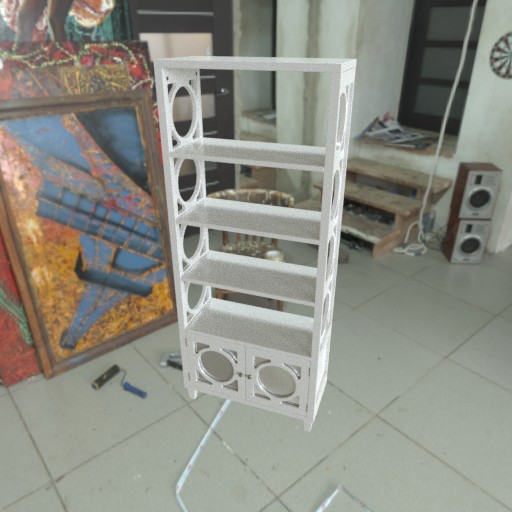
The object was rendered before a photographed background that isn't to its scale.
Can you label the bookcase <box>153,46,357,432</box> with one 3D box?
[{"bbox_3d":[0.000,0.000,2.200,0.761,1.869,0.361,9,28,18],"label":"bookcase"}]
